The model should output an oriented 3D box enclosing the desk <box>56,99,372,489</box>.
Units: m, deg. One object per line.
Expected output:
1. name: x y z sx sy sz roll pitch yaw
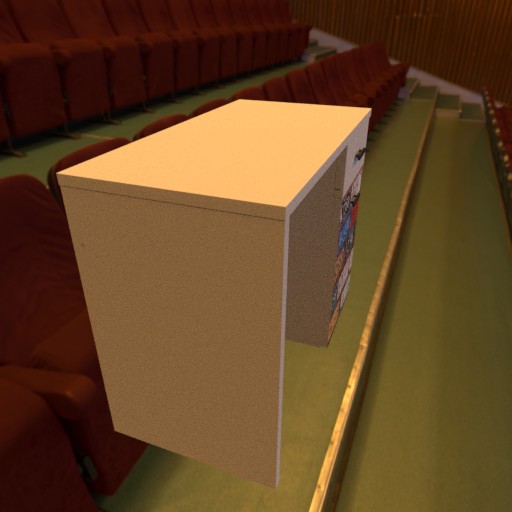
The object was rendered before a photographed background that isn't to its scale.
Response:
1. desk: 0.000 0.000 1.326 0.482 0.730 0.898 11 31 19
